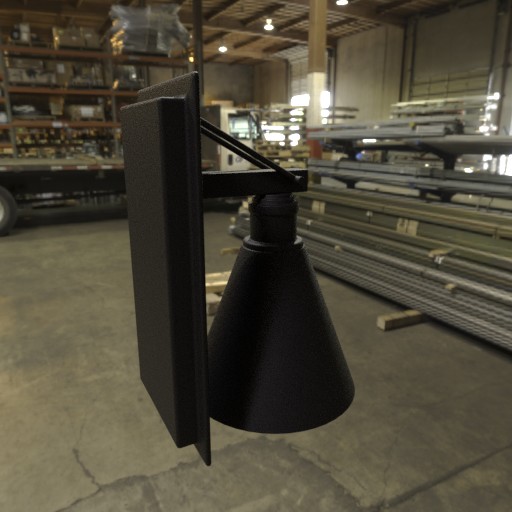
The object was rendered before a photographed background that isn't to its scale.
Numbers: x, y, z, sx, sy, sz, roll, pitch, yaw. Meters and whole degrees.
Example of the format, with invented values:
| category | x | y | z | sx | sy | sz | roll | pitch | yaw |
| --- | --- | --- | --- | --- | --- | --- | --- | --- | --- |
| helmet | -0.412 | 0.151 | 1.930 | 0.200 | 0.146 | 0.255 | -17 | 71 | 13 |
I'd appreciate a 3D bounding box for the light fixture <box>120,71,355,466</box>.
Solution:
| category | x | y | z | sx | sy | sz | roll | pitch | yaw |
| --- | --- | --- | --- | --- | --- | --- | --- | --- | --- |
| light fixture | 0.000 | 0.000 | 0.419 | 0.207 | 0.298 | 0.170 | -8 | 17 | -27 |
